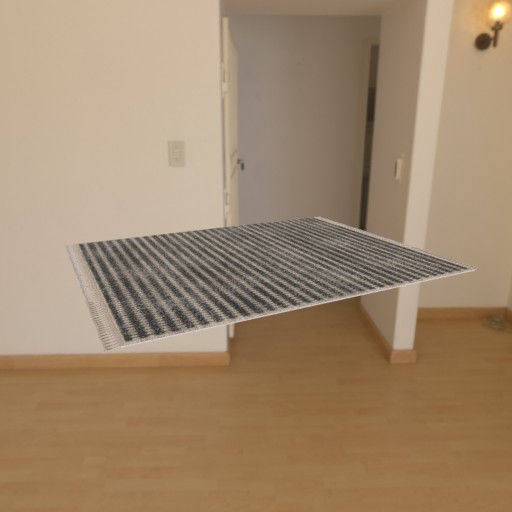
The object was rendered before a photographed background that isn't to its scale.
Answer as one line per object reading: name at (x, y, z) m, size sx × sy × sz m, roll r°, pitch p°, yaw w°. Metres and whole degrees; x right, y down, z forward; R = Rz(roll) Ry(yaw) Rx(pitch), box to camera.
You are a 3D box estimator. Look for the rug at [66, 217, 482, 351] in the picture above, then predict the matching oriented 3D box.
rug at (0.000, 0.000, 3.870) m, size 2.910 × 0.013 × 2.256 m, roll -9°, pitch 19°, yaw -26°
